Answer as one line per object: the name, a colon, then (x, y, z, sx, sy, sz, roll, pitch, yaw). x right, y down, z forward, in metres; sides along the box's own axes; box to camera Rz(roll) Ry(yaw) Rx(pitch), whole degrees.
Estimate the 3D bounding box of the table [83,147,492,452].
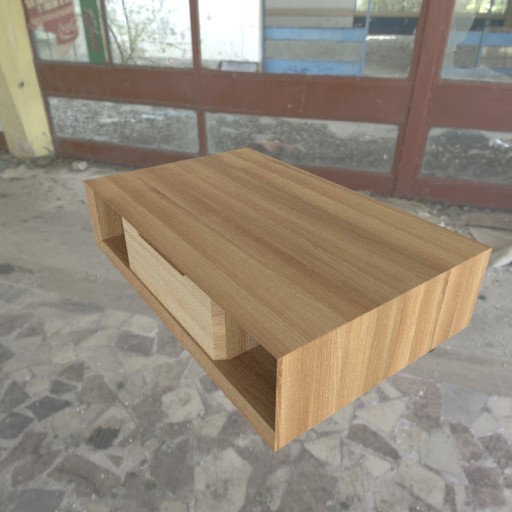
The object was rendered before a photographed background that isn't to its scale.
table: (0.000, 0.000, 1.426, 0.700, 0.330, 1.100, -20, 35, -30)
